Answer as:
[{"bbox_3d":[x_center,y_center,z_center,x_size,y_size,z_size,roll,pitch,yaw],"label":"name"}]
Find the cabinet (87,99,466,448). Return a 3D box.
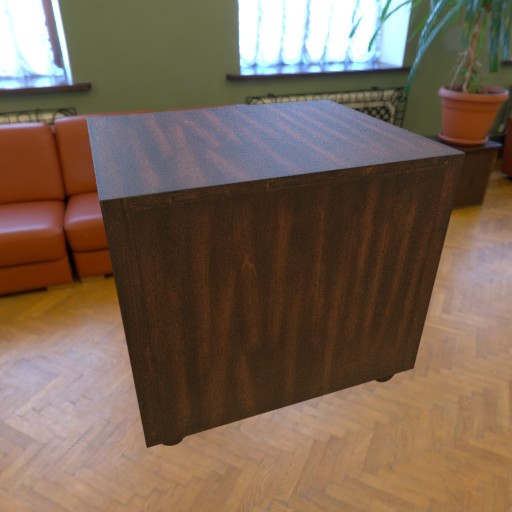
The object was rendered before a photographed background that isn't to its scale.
[{"bbox_3d":[0.000,0.000,0.820,0.500,0.455,0.402,-10,32,-17],"label":"cabinet"}]
